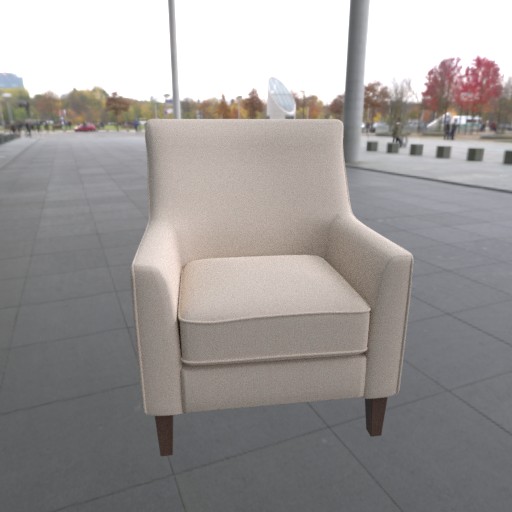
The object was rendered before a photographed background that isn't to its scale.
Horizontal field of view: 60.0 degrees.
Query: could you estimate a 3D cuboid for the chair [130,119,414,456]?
[{"bbox_3d":[0.000,0.000,1.544,0.756,0.916,0.879,-2,17,-7],"label":"chair"}]
